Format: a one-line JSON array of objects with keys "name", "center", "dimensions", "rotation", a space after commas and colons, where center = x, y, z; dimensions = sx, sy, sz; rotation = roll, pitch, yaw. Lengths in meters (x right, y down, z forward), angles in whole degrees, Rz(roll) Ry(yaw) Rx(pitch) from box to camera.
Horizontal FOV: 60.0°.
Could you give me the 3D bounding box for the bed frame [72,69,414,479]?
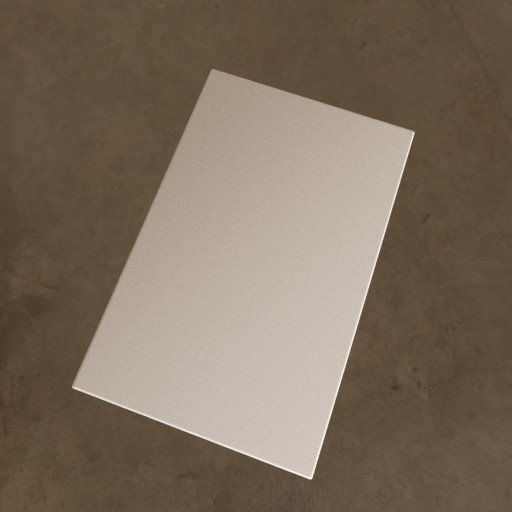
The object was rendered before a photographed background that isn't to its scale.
[{"name": "bed frame", "center": [0.000, 0.000, 3.831], "dimensions": [1.930, 0.440, 2.987], "rotation": [19, 76, 5]}]
